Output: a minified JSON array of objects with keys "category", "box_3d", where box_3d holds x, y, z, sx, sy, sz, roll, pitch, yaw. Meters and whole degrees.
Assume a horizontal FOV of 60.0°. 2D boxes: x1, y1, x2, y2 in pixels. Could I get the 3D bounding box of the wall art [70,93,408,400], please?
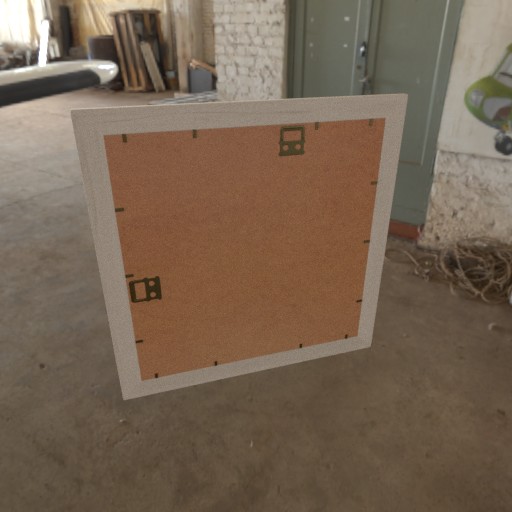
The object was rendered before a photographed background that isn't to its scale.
[{"category":"wall art","box_3d":[0.000,0.000,0.876,0.584,0.584,0.013,-8,28,-15]}]
